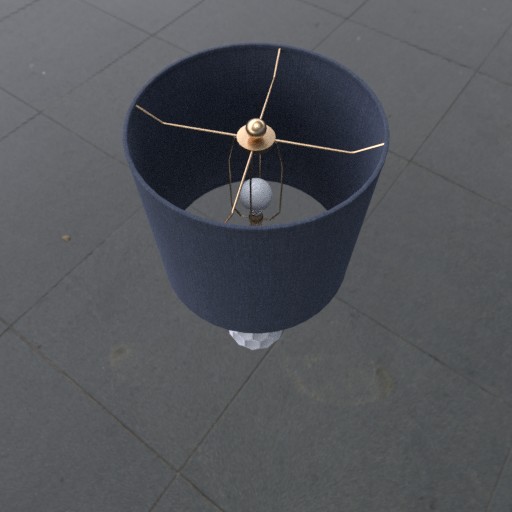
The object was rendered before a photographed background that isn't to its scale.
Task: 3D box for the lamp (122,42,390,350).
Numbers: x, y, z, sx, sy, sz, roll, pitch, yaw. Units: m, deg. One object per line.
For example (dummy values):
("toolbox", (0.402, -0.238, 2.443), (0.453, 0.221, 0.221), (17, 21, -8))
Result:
("lamp", (0.000, 0.000, 0.692), (0.277, 0.537, 0.277), (-34, 64, -19))
